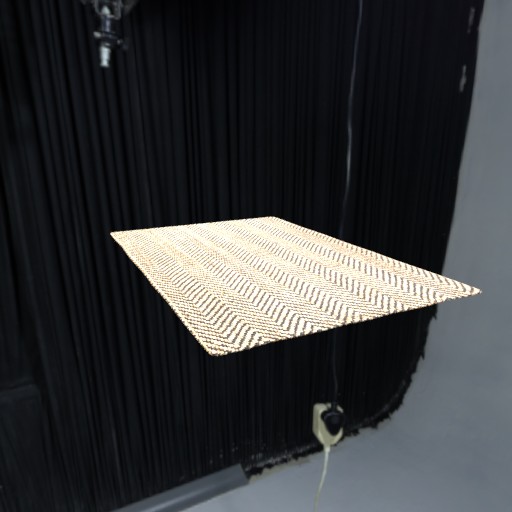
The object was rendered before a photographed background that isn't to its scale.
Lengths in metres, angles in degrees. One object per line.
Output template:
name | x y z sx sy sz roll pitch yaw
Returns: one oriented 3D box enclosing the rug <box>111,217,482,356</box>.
rug | 0.000 0.000 2.370 1.219 0.008 1.828 -8 18 -26
